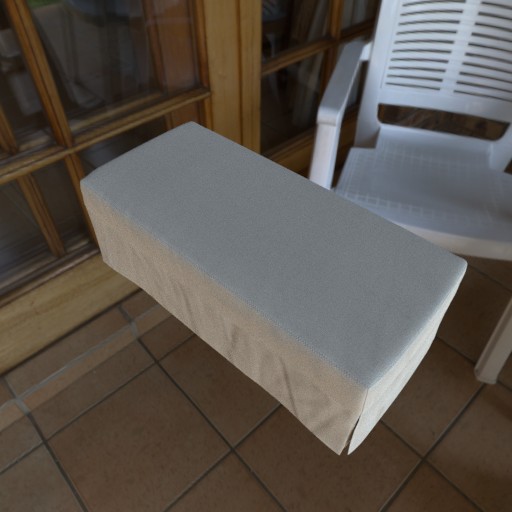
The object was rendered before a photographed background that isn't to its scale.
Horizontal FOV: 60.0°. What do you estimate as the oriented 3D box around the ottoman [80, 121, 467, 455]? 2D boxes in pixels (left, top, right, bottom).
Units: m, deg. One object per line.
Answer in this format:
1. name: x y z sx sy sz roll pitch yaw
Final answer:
1. ottoman: 0.000 0.000 1.749 1.388 0.457 0.665 33 55 27
